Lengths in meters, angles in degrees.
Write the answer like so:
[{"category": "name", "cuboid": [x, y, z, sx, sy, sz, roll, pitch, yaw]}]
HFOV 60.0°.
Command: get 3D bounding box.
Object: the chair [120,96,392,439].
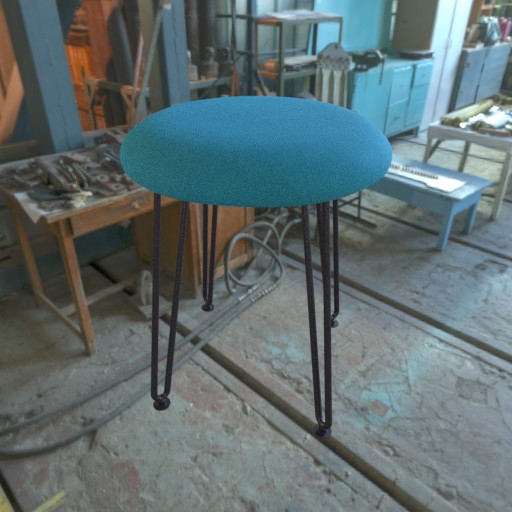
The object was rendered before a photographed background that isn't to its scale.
[{"category": "chair", "cuboid": [0.000, 0.000, 0.677, 0.350, 0.430, 0.350, 0, 31, 0]}]
